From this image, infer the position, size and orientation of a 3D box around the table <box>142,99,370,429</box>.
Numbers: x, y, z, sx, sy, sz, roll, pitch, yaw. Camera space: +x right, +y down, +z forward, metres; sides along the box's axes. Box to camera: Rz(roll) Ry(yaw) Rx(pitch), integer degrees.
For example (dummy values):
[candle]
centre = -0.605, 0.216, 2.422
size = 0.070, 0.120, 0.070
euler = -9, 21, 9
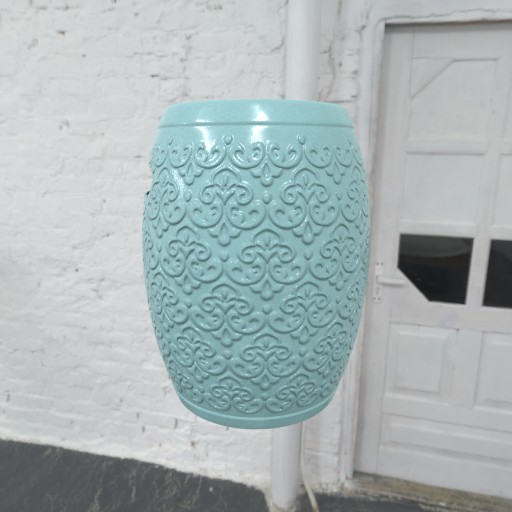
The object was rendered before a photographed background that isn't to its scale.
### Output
[table]
centre = 0.000, 0.000, 0.623
size = 0.309, 0.397, 0.309
euler = 0, 14, 0
